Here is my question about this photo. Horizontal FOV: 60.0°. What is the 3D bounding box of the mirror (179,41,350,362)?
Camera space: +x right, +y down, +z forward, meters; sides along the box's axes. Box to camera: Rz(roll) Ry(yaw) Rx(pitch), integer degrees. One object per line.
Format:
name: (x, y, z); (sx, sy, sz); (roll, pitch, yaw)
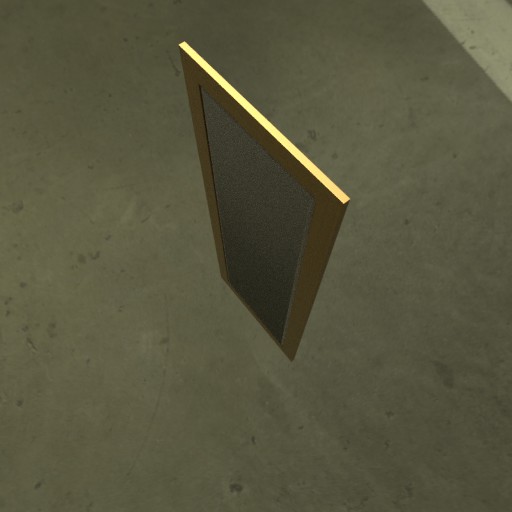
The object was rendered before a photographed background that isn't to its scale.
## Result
mirror: (0.000, 0.000, 2.289); (0.025, 2.031, 0.812); (-36, 69, -16)
